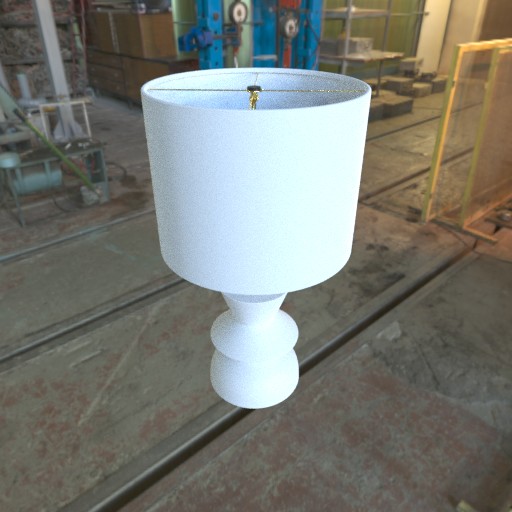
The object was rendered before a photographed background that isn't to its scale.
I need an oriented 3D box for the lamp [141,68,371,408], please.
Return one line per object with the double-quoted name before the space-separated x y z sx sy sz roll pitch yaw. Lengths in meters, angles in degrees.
"lamp" 0.000 0.000 0.728 0.301 0.533 0.301 1 31 2
